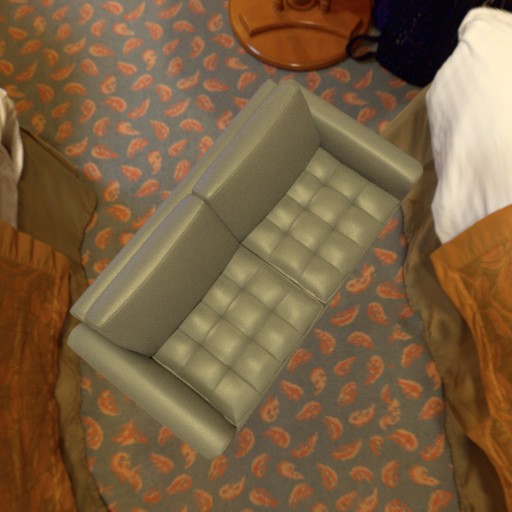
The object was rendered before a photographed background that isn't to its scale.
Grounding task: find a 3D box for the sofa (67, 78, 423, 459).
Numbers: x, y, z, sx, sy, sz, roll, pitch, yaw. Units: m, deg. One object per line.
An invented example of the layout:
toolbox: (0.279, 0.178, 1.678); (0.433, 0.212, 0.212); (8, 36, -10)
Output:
sofa: (0.000, 0.000, 2.746); (1.121, 0.930, 2.177); (36, 78, 9)
